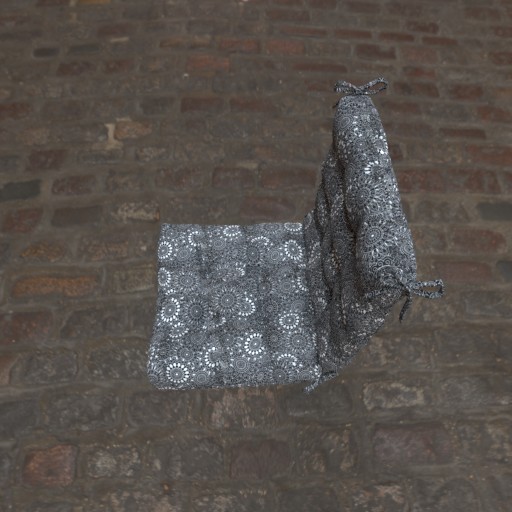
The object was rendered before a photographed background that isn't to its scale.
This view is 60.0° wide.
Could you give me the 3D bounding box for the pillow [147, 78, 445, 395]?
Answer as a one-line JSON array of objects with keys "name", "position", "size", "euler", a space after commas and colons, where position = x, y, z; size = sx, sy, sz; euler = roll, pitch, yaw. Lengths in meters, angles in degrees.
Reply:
[{"name": "pillow", "position": [0.000, 0.000, 1.034], "size": [0.571, 0.605, 0.519], "euler": [-2, 60, -1]}]
